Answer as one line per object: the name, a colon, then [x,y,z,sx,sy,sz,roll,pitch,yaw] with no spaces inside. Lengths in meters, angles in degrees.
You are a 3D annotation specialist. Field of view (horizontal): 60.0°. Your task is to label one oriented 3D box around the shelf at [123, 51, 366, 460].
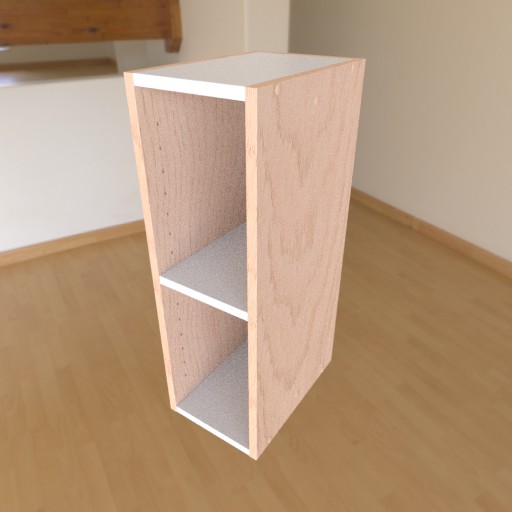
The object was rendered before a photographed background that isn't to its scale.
shelf: [0.000,0.000,0.751,0.200,0.600,0.290,19,35,29]
